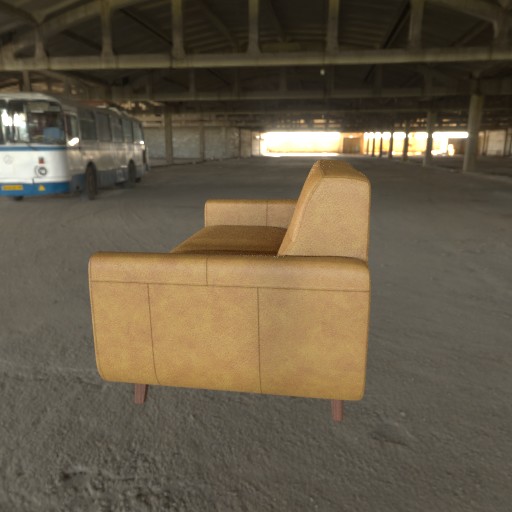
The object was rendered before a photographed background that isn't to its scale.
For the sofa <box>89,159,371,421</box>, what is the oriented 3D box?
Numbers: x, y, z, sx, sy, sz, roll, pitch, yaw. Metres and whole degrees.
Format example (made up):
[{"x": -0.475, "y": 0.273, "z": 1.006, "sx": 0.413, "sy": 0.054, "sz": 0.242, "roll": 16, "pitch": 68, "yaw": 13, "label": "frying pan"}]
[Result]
[{"x": 0.000, "y": 0.000, "z": 2.227, "sx": 0.952, "sy": 0.925, "sz": 1.651, "roll": 2, "pitch": 14, "yaw": 8, "label": "sofa"}]
